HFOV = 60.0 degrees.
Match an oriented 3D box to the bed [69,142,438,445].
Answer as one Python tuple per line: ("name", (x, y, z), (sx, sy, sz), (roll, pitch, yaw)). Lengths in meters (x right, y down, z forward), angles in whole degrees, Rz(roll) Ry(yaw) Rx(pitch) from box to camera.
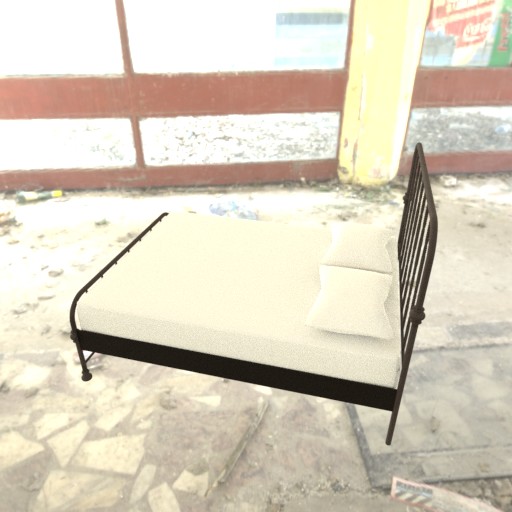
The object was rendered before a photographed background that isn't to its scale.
("bed", (0.000, 0.000, 3.186), (2.134, 1.446, 1.616), (8, 31, 13))
